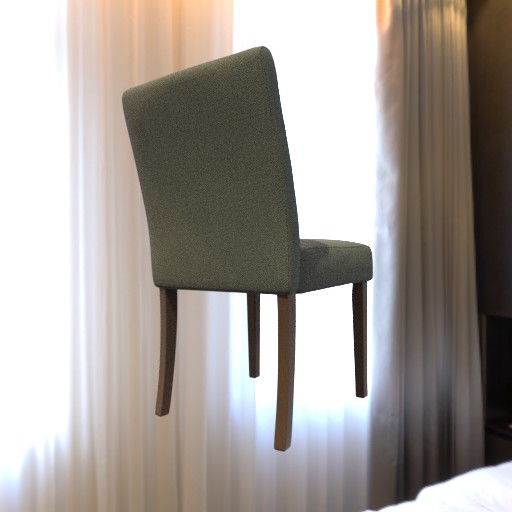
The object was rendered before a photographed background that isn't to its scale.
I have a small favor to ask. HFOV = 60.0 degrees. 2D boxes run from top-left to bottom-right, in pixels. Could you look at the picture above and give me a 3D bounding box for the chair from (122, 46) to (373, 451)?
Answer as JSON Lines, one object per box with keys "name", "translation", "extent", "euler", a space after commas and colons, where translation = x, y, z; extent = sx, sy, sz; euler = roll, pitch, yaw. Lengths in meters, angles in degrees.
{"name": "chair", "translation": [0.000, 0.000, 1.267], "extent": [0.487, 0.882, 0.629], "euler": [0, 0, 34]}
